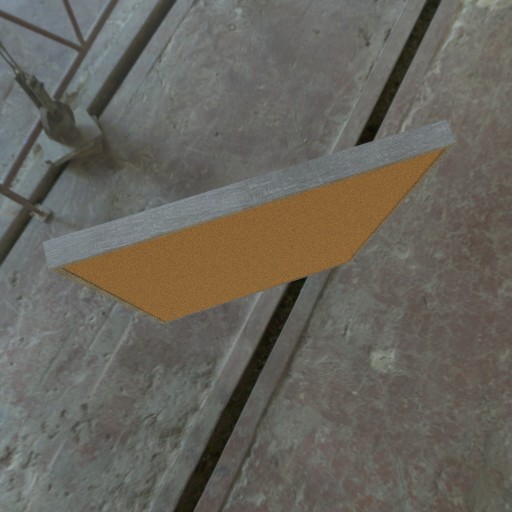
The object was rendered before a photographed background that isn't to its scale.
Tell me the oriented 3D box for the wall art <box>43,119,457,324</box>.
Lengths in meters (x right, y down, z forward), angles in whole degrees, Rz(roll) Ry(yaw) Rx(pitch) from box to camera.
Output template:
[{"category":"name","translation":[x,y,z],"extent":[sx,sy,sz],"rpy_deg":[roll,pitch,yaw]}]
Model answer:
[{"category":"wall art","translation":[0.000,0.000,0.690],"extent":[0.421,0.521,0.032],"rpy_deg":[-18,76,-5]}]
